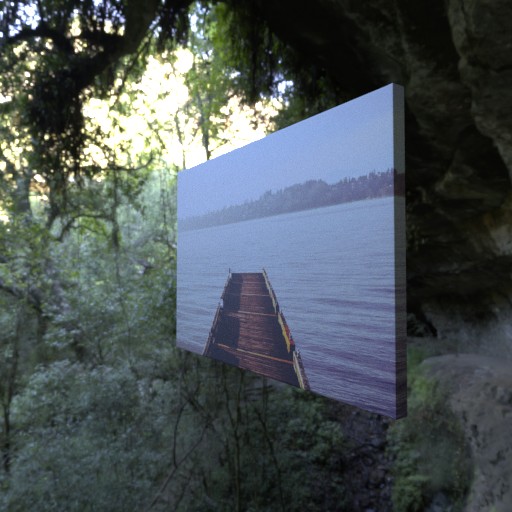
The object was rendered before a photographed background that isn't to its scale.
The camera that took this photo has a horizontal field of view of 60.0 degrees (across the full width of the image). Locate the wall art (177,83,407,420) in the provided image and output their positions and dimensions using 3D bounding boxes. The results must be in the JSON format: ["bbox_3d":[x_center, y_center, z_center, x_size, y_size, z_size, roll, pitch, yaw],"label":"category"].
[{"bbox_3d":[0.000,0.000,1.482,0.040,0.765,1.149,1,-2,-35],"label":"wall art"}]
